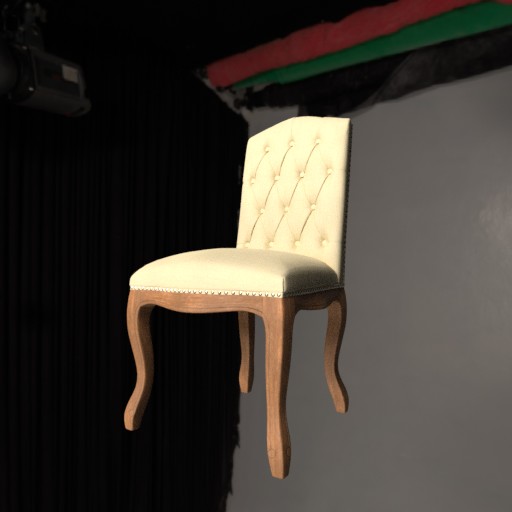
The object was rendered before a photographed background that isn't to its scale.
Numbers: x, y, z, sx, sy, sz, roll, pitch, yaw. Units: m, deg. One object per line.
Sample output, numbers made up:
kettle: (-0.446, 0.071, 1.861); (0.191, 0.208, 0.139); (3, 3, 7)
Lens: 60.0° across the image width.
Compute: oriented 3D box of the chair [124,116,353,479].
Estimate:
chair: (0.000, 0.000, 1.592); (0.623, 1.165, 0.715); (-1, -1, 35)
